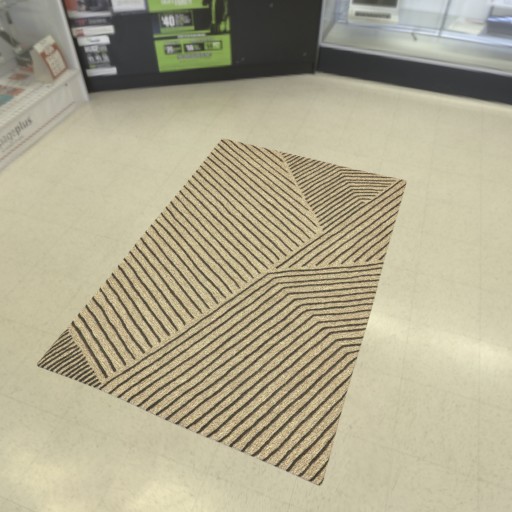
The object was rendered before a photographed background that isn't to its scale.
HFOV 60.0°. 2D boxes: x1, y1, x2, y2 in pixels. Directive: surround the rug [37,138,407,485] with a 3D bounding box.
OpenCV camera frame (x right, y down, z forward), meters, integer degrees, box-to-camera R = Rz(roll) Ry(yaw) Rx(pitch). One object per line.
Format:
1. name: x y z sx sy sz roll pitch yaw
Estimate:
1. rug: 0.000 0.000 2.265 1.237 0.019 1.842 17 49 15
